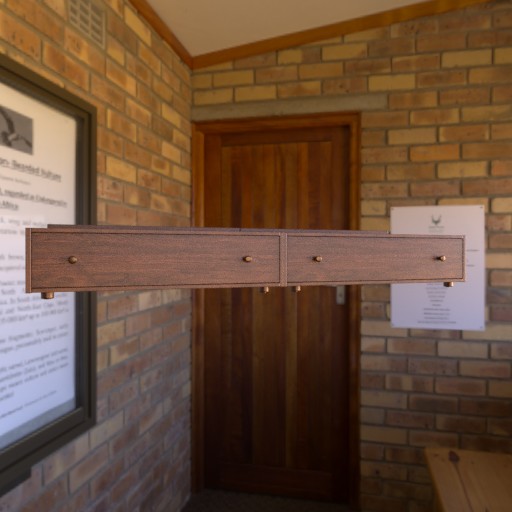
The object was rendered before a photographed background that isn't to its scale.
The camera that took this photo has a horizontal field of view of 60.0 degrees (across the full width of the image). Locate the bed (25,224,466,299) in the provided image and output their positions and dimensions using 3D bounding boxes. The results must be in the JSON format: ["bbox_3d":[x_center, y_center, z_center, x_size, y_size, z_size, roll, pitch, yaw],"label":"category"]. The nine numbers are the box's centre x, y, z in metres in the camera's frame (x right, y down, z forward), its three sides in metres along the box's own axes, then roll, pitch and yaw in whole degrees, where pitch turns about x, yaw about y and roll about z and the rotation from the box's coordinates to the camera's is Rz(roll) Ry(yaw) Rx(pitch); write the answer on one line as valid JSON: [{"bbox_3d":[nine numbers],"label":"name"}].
[{"bbox_3d":[0.000,0.000,2.322,2.057,0.326,0.787,0,0,-19],"label":"bed"}]
